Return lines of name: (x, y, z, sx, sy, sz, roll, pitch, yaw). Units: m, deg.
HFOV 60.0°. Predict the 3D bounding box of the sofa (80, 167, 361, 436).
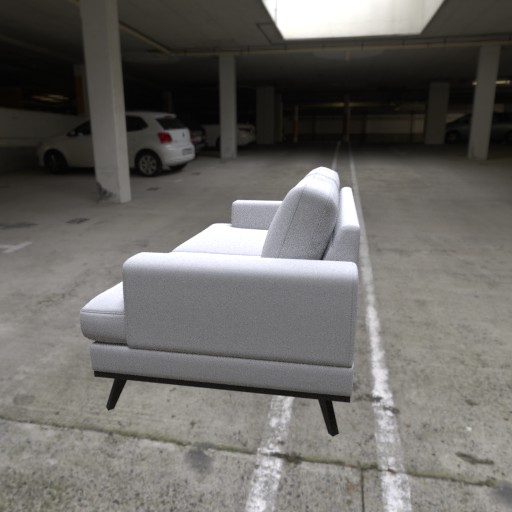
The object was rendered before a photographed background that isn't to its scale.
sofa: (0.000, 0.000, 2.176, 0.920, 0.810, 1.650, 3, 14, 10)
